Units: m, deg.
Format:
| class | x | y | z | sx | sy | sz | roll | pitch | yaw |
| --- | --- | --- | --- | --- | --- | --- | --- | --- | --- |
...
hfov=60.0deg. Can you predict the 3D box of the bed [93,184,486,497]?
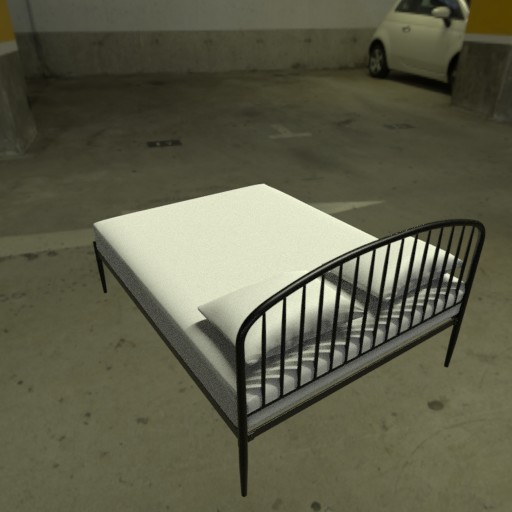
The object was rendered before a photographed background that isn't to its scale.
| class | x | y | z | sx | sy | sz | roll | pitch | yaw |
| --- | --- | --- | --- | --- | --- | --- | --- | --- | --- |
| bed | 0.000 | 0.000 | 3.003 | 1.618 | 1.166 | 2.159 | -18 | 34 | -29 |
